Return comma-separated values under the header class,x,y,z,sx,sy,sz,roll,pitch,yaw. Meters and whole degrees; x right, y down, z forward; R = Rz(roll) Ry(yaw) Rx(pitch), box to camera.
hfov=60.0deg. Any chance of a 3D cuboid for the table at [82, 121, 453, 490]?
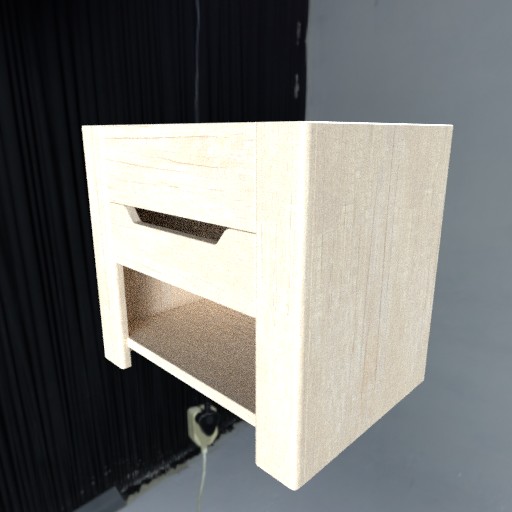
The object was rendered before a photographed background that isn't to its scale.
class,x,y,z,sx,sy,sz,roll,pitch,yaw
table,0.000,0.000,0.903,0.570,0.510,0.420,15,21,43
